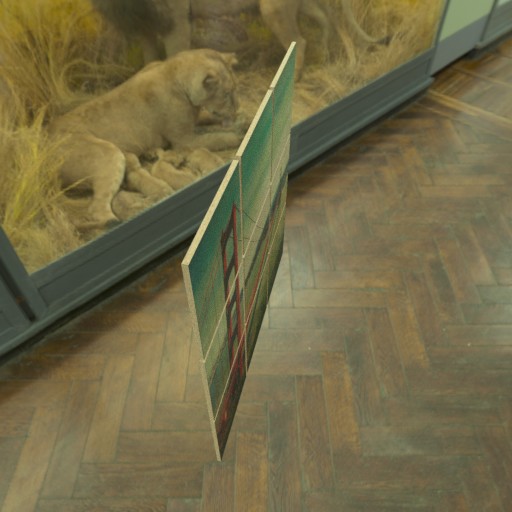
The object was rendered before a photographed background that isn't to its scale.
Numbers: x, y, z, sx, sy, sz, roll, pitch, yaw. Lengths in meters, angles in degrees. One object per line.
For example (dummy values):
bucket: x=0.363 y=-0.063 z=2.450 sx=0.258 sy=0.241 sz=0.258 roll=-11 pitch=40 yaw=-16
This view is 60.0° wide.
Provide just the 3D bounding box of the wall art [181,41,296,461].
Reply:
wall art: x=0.000 y=0.000 z=1.782 sx=0.016 sy=1.207 sz=1.217 roll=11 pitch=48 yaw=10
